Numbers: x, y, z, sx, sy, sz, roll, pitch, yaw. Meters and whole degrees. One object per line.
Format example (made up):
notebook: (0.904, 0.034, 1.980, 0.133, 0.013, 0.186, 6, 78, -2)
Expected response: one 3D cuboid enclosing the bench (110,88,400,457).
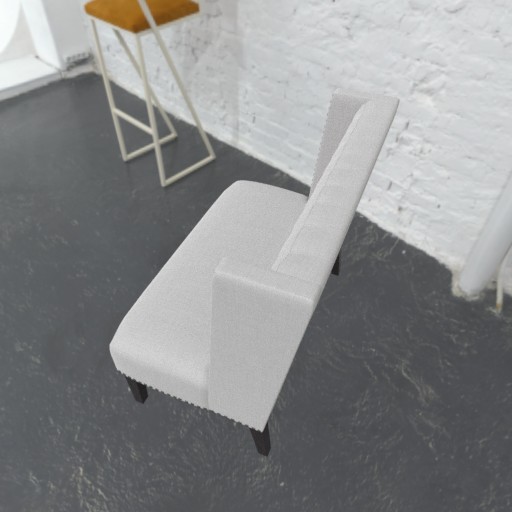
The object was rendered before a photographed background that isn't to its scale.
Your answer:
bench: (0.000, 0.000, 2.024, 0.847, 1.123, 1.280, 16, 47, 16)
